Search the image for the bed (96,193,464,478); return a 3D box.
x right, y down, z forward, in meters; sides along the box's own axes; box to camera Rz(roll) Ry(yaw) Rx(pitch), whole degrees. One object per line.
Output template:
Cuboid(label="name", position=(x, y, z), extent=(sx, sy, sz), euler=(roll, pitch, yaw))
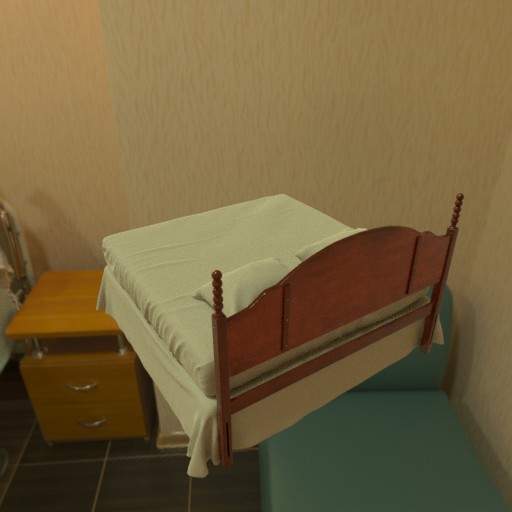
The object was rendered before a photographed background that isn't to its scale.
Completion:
Cuboid(label="bed", position=(0.000, 0.000, 3.611), extent=(2.322, 1.355, 2.219), euler=(-17, 33, -29))
